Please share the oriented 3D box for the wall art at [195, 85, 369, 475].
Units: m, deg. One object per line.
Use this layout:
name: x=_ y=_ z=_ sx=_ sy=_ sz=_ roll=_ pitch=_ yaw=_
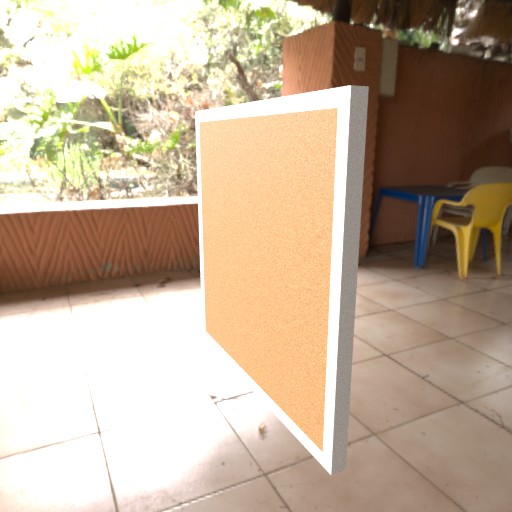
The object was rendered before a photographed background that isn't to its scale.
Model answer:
wall art: x=0.000 y=0.000 z=1.163 sx=0.038 sy=0.762 sz=0.762 roll=-7 pitch=16 yaw=-26
